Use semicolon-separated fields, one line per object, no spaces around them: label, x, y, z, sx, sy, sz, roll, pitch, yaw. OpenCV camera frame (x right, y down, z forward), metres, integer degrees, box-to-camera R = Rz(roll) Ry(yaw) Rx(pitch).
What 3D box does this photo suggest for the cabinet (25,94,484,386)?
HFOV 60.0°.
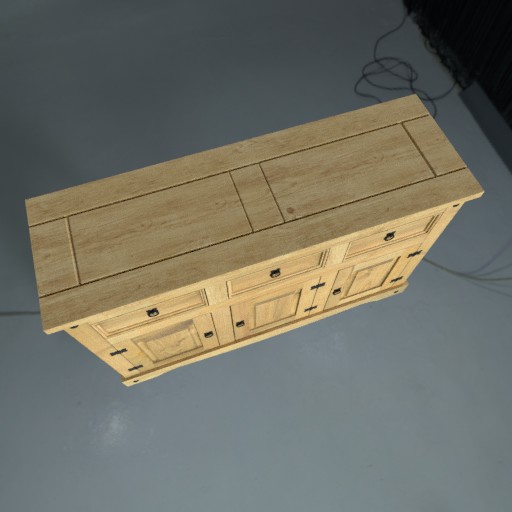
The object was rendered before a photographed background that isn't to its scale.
cabinet;0.000;0.000;1.702;1.321;0.810;0.432;-17;65;-9
